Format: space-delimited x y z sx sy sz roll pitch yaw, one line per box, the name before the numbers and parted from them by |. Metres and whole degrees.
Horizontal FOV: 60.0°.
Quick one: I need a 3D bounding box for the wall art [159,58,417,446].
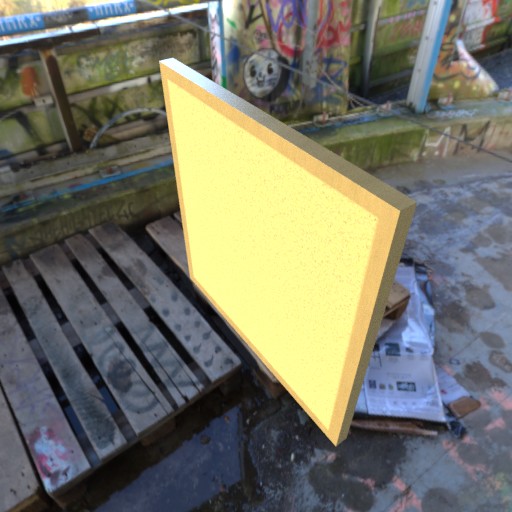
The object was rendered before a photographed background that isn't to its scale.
wall art | 0.000 0.000 2.879 0.097 1.936 1.935 -26 49 -26
